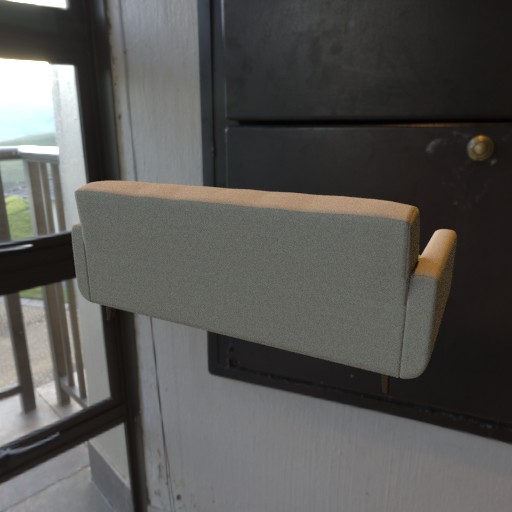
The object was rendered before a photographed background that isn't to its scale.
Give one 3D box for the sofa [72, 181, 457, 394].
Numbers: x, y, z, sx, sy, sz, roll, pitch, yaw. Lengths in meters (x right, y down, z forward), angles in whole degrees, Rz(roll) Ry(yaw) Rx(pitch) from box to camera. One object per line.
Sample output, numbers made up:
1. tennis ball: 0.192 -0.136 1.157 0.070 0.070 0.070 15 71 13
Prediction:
1. sofa: 0.000 0.000 2.676 2.137 0.892 0.980 8 18 26
